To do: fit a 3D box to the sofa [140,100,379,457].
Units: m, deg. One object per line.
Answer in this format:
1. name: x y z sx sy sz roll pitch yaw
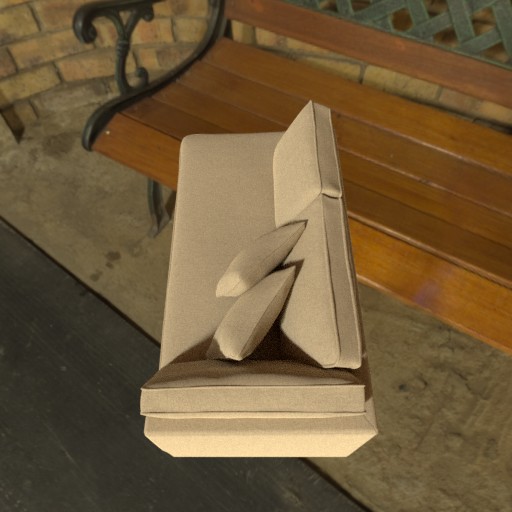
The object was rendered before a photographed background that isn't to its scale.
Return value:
1. sofa: 0.000 0.000 2.806 1.110 1.033 2.237 -1 59 0
